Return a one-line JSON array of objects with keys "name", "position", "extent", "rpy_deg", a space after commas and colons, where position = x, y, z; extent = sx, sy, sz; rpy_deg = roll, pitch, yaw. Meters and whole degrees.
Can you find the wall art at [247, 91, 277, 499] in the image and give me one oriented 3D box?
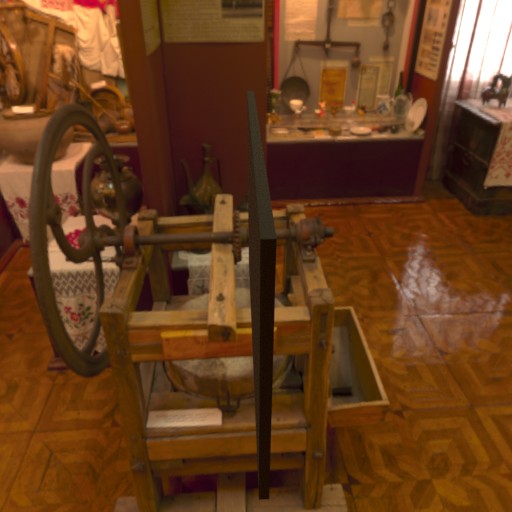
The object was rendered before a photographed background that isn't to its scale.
[{"name": "wall art", "position": [0.000, 0.000, 1.201], "extent": [0.026, 0.656, 0.958], "rpy_deg": [-1, 32, -2]}]
